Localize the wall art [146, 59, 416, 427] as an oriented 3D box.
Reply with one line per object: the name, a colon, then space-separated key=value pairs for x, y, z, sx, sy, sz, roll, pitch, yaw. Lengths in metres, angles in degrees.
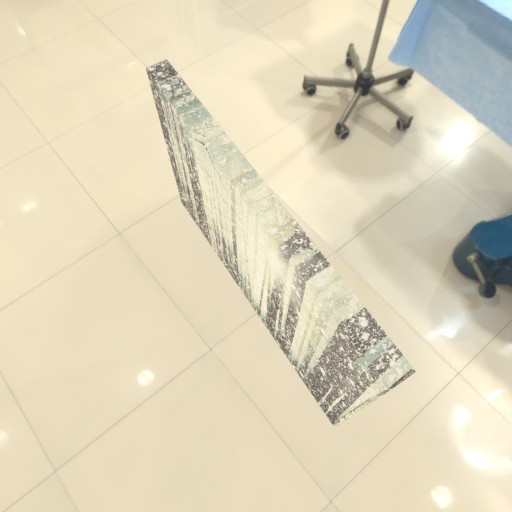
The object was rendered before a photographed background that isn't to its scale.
wall art: x=0.000 y=0.000 z=0.798 sx=0.042 sy=0.398 sz=0.618 roll=-30 pitch=67 yaw=-14
